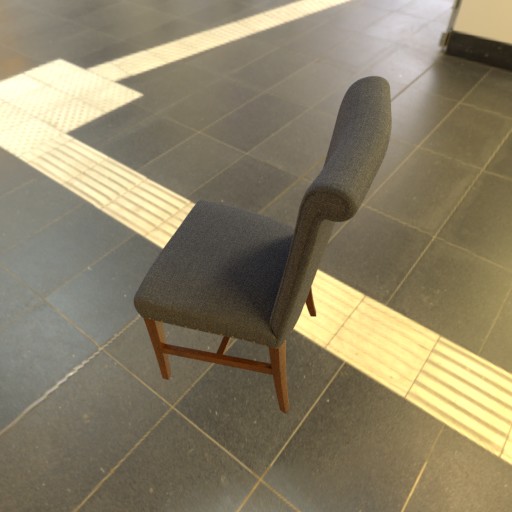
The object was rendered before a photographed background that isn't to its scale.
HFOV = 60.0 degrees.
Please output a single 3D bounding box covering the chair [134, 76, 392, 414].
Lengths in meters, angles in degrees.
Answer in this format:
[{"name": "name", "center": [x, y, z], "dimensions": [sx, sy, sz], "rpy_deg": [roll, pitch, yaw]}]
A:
[{"name": "chair", "center": [0.000, 0.000, 1.360], "dimensions": [0.608, 0.988, 0.513], "rpy_deg": [13, 48, 12]}]
